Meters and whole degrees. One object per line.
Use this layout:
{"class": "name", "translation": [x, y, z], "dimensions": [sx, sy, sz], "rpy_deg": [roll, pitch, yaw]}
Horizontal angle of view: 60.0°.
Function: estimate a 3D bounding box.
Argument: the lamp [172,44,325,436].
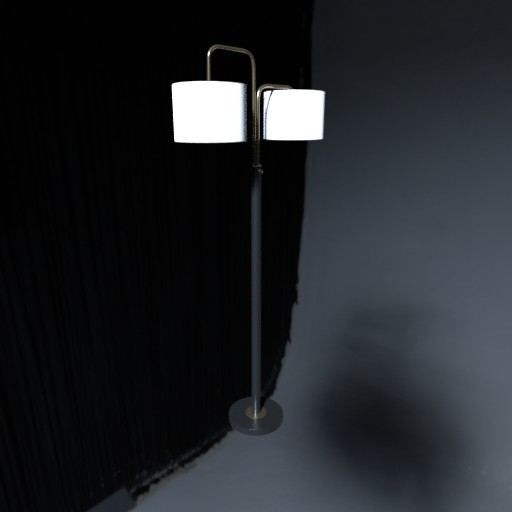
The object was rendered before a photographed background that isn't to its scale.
{"class": "lamp", "translation": [0.000, 0.000, 1.867], "dimensions": [0.254, 1.587, 0.711], "rpy_deg": [15, 22, 42]}
